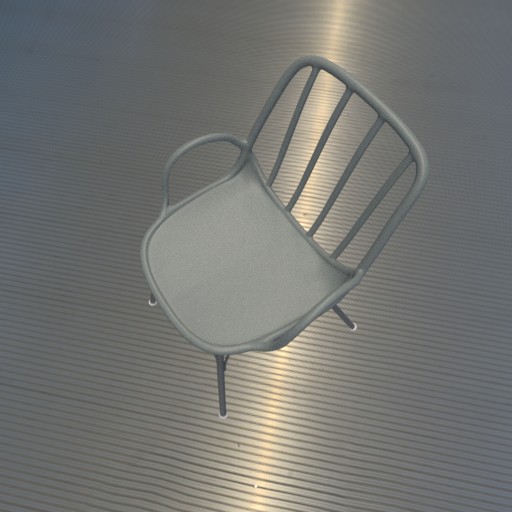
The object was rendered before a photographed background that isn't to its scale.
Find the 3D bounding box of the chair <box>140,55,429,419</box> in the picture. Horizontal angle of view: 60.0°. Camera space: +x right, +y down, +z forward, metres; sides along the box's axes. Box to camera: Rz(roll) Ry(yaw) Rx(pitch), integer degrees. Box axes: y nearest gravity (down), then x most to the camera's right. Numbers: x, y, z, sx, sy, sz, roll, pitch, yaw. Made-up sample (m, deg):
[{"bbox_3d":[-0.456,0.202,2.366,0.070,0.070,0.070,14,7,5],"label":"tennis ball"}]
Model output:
[{"bbox_3d":[0.000,0.000,1.195,0.597,0.816,0.549,-32,67,-15],"label":"chair"}]
